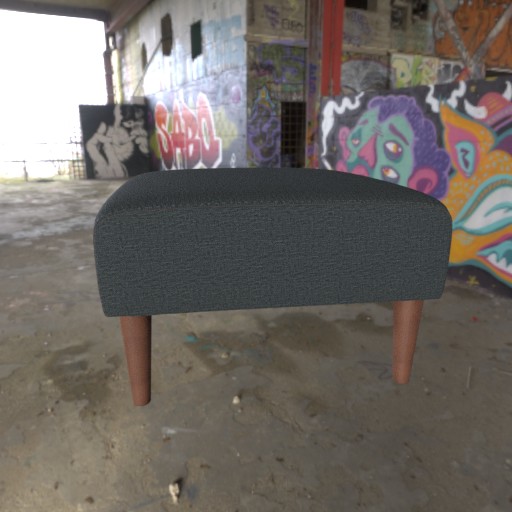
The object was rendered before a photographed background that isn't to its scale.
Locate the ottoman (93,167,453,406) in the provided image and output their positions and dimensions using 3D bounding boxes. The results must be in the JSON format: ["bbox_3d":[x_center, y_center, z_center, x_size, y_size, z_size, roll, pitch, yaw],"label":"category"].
[{"bbox_3d":[0.000,0.000,1.082,0.649,0.398,0.650,-2,15,-8],"label":"ottoman"}]
